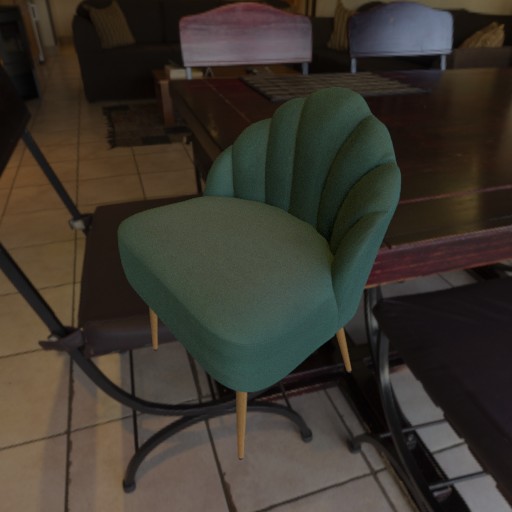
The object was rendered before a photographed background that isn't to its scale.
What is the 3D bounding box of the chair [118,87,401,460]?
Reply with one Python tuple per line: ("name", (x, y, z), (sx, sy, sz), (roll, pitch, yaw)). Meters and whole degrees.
("chair", (0.000, 0.000, 1.227), (0.599, 0.819, 0.657), (-22, 38, -31))
